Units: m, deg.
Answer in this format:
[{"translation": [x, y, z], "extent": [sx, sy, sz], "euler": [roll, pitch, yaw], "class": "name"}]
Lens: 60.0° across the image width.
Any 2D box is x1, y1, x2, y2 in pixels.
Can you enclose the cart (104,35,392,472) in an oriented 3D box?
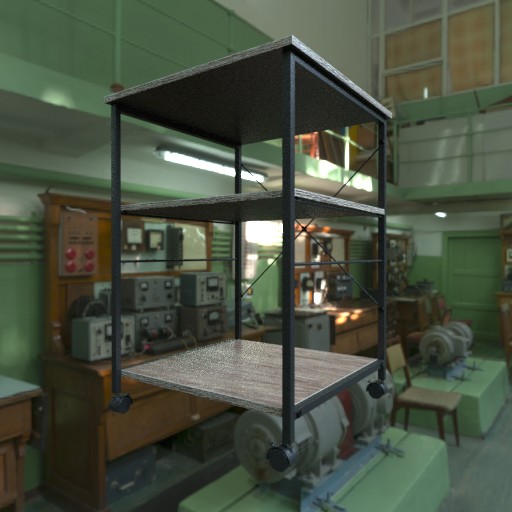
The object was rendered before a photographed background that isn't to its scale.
[{"translation": [0.000, 0.000, 1.123], "extent": [0.521, 0.762, 0.520], "euler": [0, 0, 35], "class": "cart"}]
